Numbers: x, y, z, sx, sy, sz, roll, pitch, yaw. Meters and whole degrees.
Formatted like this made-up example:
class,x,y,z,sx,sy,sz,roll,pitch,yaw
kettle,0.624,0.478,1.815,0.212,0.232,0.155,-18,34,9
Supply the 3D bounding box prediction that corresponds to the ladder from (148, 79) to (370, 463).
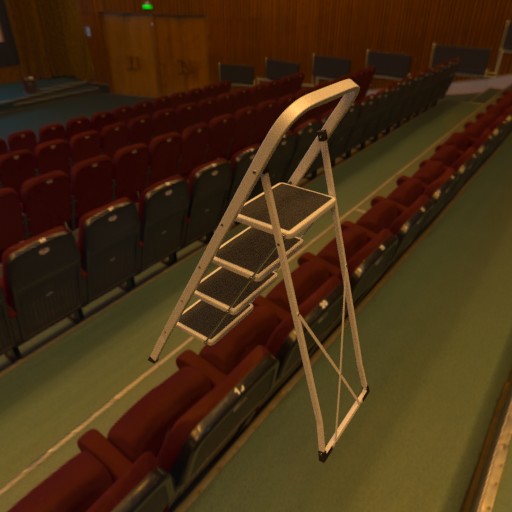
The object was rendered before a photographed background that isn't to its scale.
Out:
class,x,y,z,sx,sy,sz,roll,pitch,yaw
ladder,0.000,0.000,1.648,0.914,1.265,0.460,22,39,29
